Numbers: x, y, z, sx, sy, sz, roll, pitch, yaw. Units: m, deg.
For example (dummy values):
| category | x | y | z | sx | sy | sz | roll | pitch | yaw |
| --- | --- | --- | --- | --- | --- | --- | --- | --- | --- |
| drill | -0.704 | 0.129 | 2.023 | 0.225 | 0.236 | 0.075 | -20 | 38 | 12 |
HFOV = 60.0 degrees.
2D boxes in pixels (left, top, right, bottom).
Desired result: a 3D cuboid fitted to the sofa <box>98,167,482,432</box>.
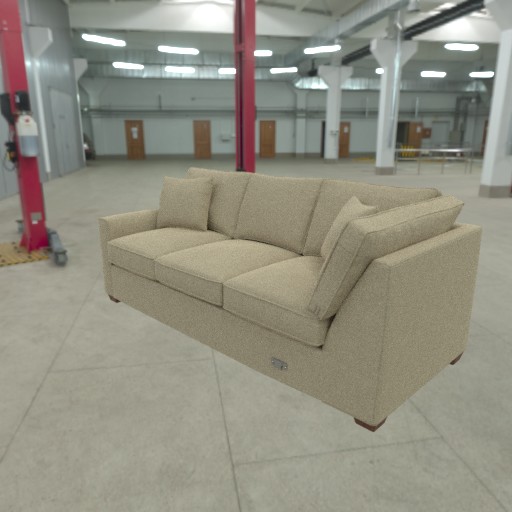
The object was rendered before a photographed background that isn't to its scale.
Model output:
| category | x | y | z | sx | sy | sz | roll | pitch | yaw |
| --- | --- | --- | --- | --- | --- | --- | --- | --- | --- |
| sofa | 0.000 | 0.000 | 2.803 | 2.317 | 0.962 | 1.061 | 15 | 21 | 43 |
